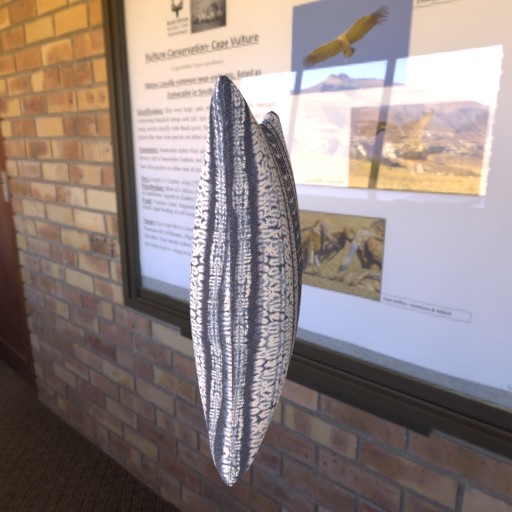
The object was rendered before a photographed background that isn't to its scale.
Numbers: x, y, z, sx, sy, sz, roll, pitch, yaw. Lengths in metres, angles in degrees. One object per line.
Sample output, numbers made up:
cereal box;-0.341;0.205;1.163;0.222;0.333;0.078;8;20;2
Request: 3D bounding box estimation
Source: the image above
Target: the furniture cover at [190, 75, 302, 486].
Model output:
furniture cover;0.000;0.000;0.647;0.133;0.435;0.425;2;14;8
